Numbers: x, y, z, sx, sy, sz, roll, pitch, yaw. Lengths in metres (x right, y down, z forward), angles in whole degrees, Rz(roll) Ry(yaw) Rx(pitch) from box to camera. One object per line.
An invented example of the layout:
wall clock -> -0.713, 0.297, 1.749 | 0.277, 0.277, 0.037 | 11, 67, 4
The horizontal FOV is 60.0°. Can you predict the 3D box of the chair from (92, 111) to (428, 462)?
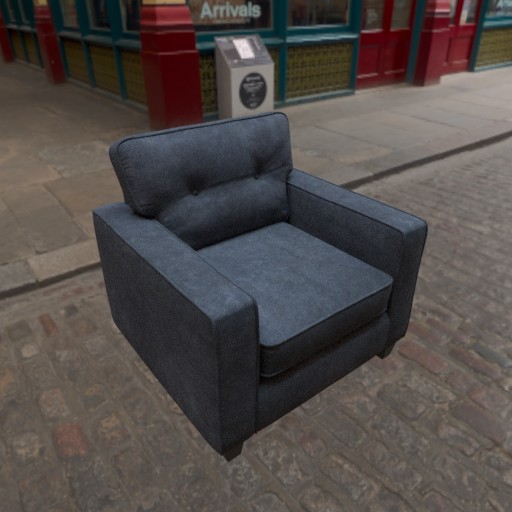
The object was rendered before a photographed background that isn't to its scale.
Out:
chair -> 0.000, 0.000, 1.822 | 1.015, 0.965, 0.939 | -21, 36, -32
